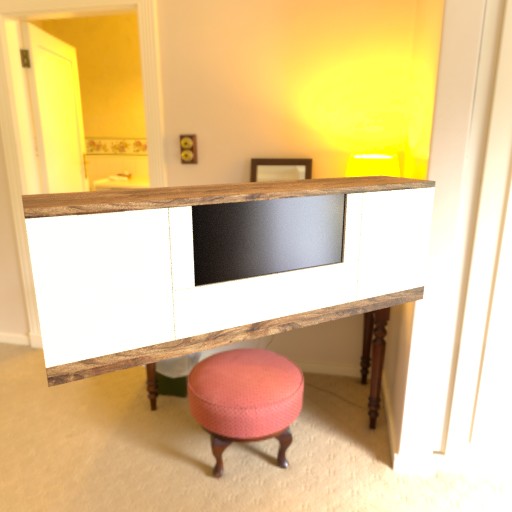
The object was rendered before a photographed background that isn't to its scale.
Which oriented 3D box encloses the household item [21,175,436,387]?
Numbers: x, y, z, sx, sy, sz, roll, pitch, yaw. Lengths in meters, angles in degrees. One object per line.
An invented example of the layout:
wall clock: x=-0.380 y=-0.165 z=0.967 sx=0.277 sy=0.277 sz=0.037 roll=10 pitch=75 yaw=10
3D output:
household item: x=0.000 y=0.000 z=1.997 sx=1.800 sy=0.615 sz=0.390 roll=-8 pitch=17 yaw=-27
